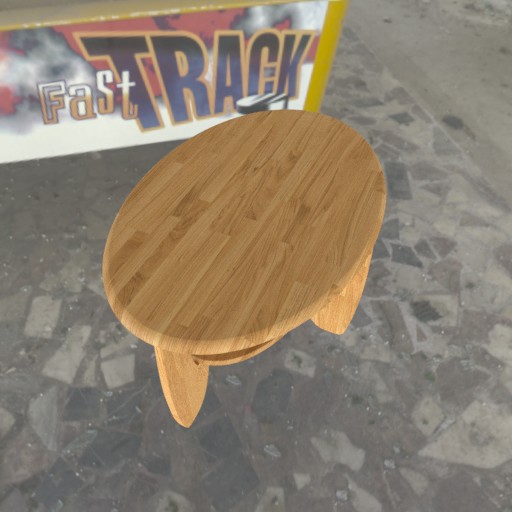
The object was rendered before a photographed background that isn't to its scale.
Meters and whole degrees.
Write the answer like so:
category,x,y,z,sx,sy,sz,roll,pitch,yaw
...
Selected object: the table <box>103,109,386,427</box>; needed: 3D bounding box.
category,x,y,z,sx,sy,sz,roll,pitch,yaw
table,0.000,0.000,1.403,0.690,0.490,1.040,18,49,16
